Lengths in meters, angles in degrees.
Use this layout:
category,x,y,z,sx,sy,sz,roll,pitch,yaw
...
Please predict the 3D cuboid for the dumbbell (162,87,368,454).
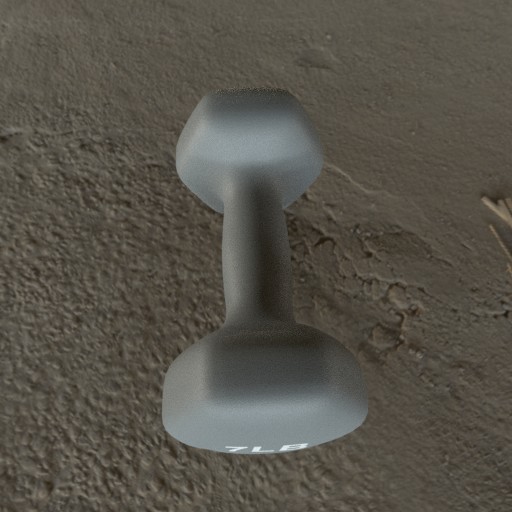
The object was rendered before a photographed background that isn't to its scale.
category,x,y,z,sx,sy,sz,roll,pitch,yaw
dumbbell,0.000,0.000,0.229,0.090,0.081,0.184,-2,59,-1
